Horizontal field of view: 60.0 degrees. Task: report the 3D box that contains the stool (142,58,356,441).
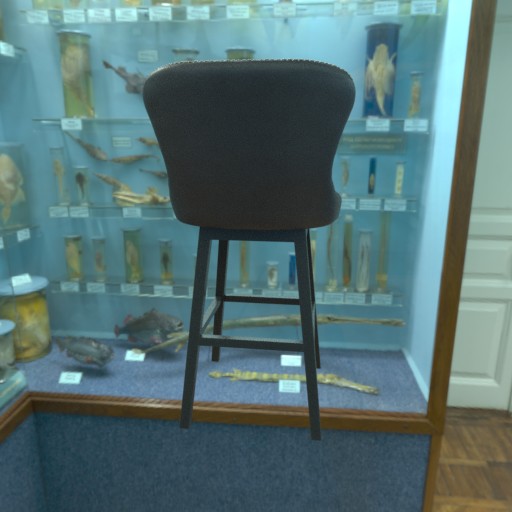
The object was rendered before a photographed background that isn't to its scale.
[{"bbox_3d":[0.000,0.000,1.381,0.528,1.050,0.601,2,15,8],"label":"stool"}]
